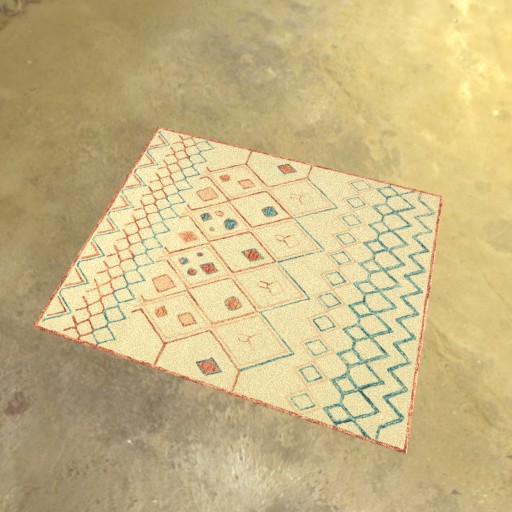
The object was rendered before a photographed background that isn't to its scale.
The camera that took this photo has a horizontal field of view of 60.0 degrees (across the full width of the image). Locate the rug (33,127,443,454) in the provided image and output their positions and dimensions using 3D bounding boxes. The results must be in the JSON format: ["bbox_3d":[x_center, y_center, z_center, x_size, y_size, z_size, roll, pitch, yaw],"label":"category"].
[{"bbox_3d":[0.000,0.000,3.979,3.050,0.016,2.441,16,60,9],"label":"rug"}]
